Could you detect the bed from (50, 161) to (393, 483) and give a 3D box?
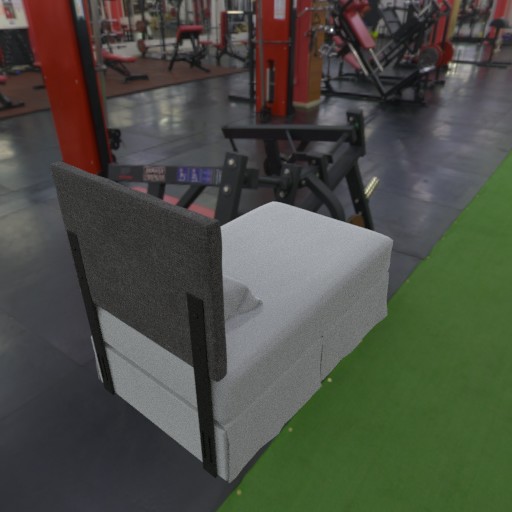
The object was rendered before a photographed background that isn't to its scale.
[{"bbox_3d":[0.000,0.000,2.996,1.261,1.571,1.997,22,37,33],"label":"bed"}]
